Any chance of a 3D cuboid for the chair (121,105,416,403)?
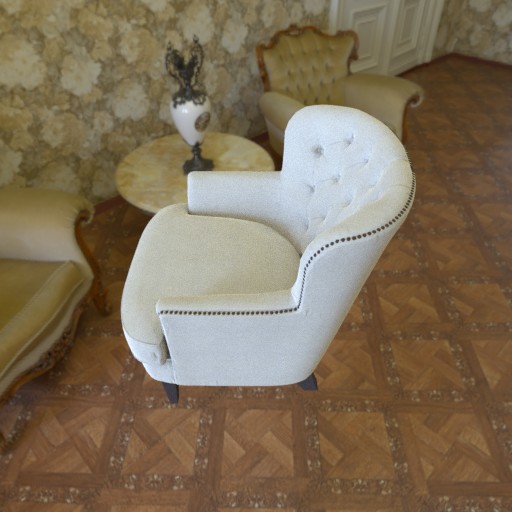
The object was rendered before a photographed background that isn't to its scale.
[{"bbox_3d":[0.000,0.000,1.593,0.906,0.868,0.848,0,39,0],"label":"chair"}]
